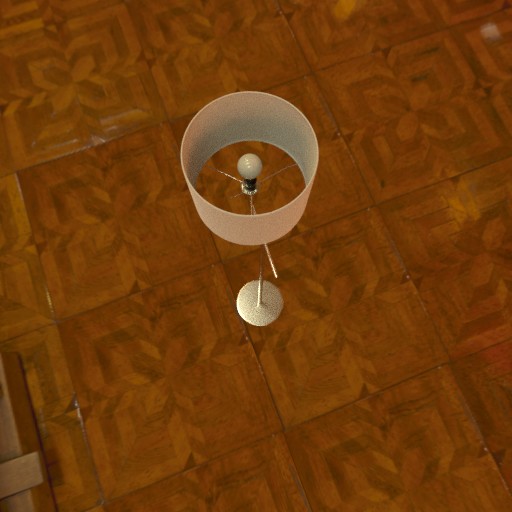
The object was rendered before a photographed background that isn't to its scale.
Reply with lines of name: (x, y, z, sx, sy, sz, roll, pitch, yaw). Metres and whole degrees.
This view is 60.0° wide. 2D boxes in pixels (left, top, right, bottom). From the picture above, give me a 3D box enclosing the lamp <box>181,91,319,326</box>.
lamp: (0.000, 0.000, 1.797, 0.324, 1.600, 0.416, -18, 76, -5)
